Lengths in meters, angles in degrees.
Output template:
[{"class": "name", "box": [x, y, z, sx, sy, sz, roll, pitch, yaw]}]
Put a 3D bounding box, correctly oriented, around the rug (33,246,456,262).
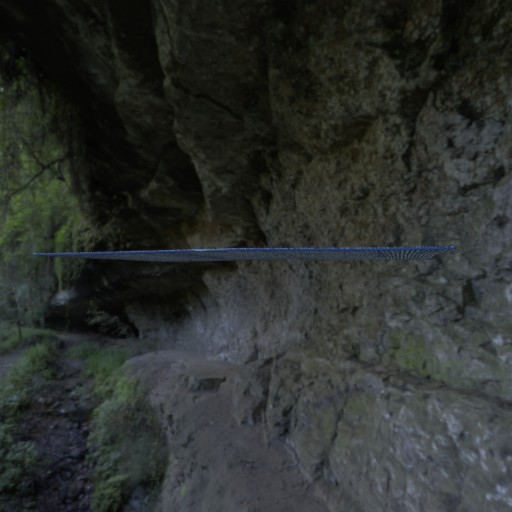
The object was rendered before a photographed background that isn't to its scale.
[{"class": "rug", "box": [0.000, 0.000, 2.318, 1.793, 0.025, 1.159, -1, -2, 18]}]
